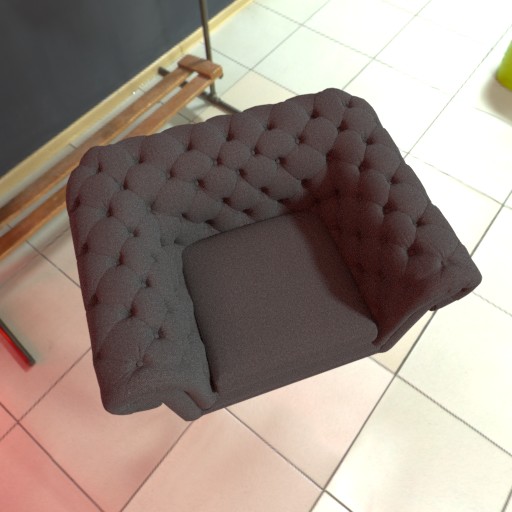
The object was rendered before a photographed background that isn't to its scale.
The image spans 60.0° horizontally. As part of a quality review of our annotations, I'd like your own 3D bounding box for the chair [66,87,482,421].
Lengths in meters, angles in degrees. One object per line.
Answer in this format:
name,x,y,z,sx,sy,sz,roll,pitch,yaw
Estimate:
chair,0.000,0.000,1.813,1.270,0.770,0.976,-17,63,-9
